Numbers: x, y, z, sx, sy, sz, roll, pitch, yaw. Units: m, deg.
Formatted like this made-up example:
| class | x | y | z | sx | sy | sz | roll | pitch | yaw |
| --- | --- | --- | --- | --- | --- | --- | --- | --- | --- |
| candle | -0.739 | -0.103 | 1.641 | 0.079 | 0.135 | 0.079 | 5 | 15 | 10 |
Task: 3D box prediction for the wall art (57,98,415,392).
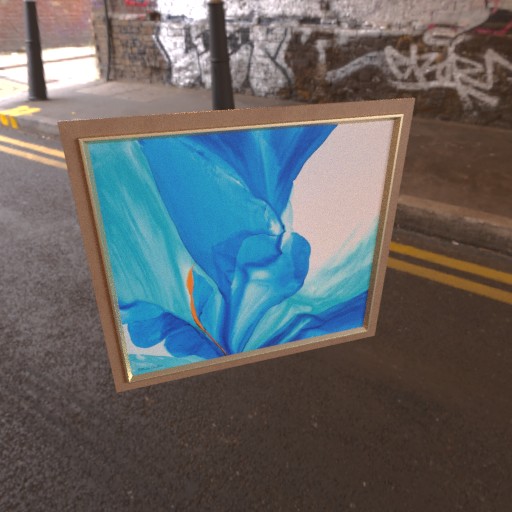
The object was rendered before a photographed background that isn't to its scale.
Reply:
| class | x | y | z | sx | sy | sz | roll | pitch | yaw |
| --- | --- | --- | --- | --- | --- | --- | --- | --- | --- |
| wall art | 0.000 | 0.000 | 1.659 | 1.168 | 1.067 | 0.025 | -9 | 31 | -15 |
